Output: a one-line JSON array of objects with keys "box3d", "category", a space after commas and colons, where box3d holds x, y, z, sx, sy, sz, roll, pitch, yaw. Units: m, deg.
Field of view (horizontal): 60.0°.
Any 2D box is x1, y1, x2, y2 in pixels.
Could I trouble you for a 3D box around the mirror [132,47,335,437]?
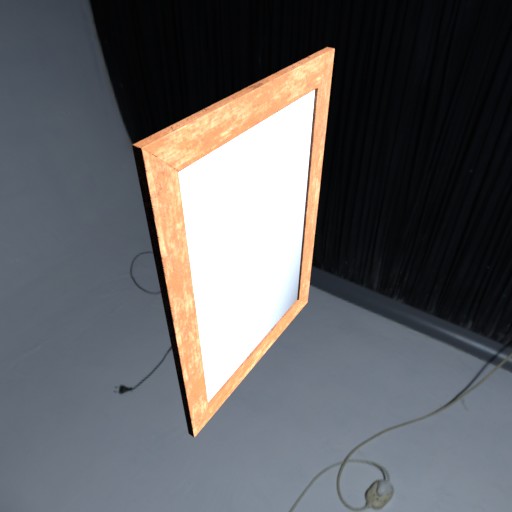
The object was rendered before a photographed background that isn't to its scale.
[{"box3d": [0.000, 0.000, 1.446, 0.028, 1.099, 0.796, 24, 46, 26], "category": "mirror"}]
